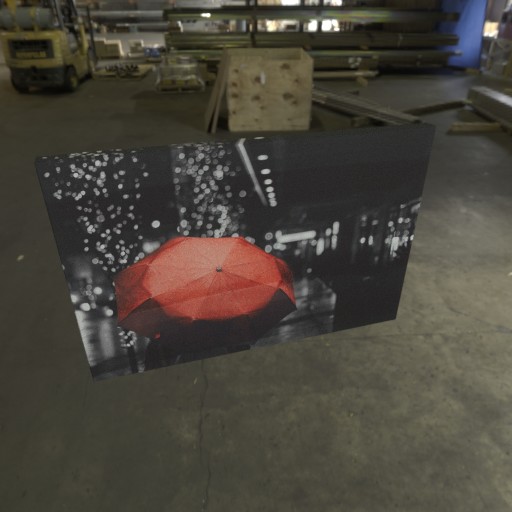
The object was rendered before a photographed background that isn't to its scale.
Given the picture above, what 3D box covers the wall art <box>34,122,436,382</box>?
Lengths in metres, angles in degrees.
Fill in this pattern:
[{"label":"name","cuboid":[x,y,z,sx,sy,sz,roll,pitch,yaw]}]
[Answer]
[{"label":"wall art","cuboid":[0.000,0.000,1.149,0.914,0.609,0.038,-9,33,-14]}]
